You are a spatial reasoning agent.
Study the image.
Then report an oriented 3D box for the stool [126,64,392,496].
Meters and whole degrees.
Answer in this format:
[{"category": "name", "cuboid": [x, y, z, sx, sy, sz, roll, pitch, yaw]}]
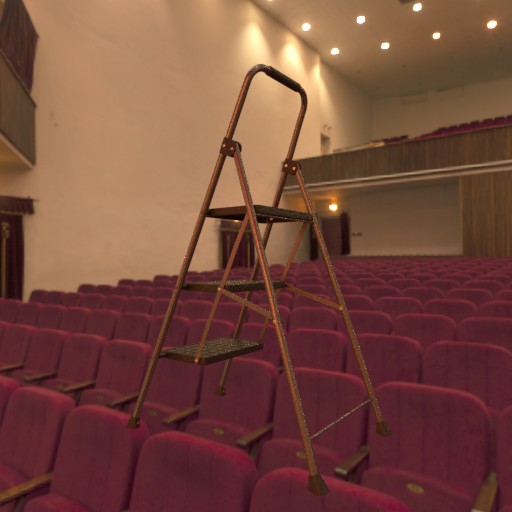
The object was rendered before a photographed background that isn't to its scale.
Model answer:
[{"category": "stool", "cuboid": [0.000, 0.000, 1.433, 0.733, 1.121, 0.473, 0, -1, 36]}]
